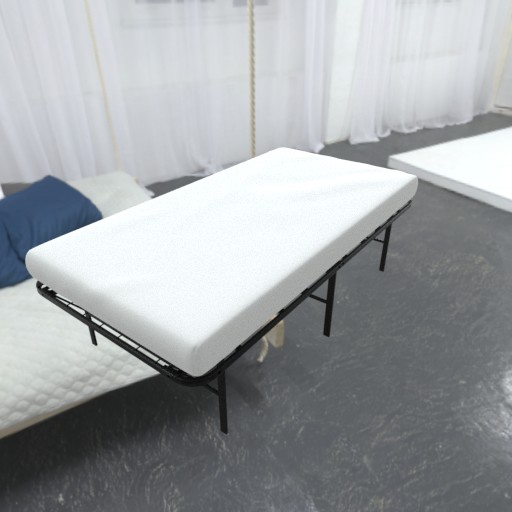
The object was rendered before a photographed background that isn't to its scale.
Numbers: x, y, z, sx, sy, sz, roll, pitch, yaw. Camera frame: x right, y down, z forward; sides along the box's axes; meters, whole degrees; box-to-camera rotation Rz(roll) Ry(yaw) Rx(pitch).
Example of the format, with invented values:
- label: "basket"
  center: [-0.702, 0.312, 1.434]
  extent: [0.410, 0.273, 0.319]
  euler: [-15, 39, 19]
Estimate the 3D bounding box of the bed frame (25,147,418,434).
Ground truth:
- label: "bed frame"
  center: [0.000, 0.000, 2.335]
  extent: [0.989, 0.619, 1.903]
  euler: [21, 36, 32]
